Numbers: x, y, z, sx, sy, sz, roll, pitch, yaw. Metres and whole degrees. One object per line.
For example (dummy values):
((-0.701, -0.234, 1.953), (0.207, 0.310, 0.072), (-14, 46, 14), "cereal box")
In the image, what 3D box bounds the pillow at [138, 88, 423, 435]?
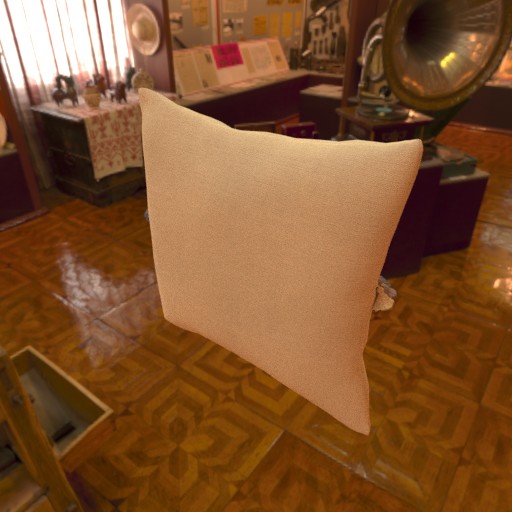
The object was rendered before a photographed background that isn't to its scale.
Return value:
((0.000, 0.000, 0.729), (0.489, 0.481, 0.165), (22, 38, 32), "pillow")
